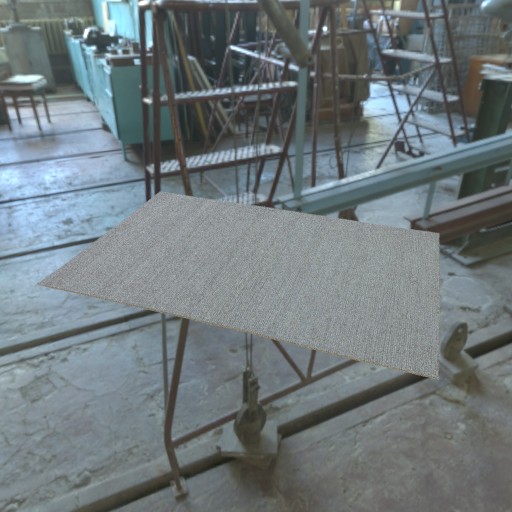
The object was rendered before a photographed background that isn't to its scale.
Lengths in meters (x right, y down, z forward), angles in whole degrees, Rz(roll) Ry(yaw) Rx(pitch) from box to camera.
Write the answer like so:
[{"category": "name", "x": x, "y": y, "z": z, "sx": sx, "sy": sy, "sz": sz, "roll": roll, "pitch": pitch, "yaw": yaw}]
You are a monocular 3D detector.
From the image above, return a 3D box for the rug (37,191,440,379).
[{"category": "rug", "x": 0.000, "y": 0.000, "z": 2.287, "sx": 1.792, "sy": 0.021, "sz": 1.154, "roll": 10, "pitch": 33, "yaw": 17}]
